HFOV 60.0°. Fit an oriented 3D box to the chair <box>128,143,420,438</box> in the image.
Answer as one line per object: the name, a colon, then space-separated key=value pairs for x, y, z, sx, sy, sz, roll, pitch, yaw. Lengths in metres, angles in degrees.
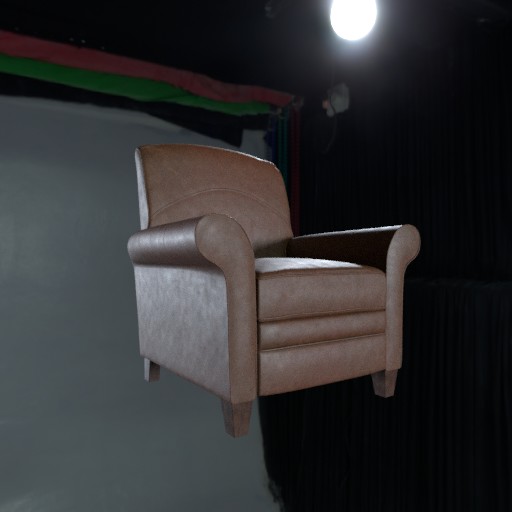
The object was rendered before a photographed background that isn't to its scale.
chair: x=0.000 y=0.000 z=1.829 sx=0.978 sy=1.061 sz=0.902 roll=0 pitch=0 yaw=-34
